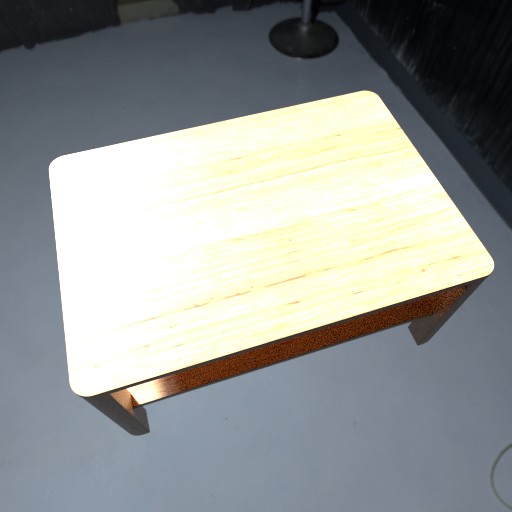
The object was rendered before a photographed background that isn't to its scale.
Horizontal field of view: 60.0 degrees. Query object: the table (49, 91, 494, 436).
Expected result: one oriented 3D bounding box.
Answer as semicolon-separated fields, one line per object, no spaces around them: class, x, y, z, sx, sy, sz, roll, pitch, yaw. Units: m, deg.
table;0.000;0.000;1.330;0.997;0.445;0.696;-15;60;-9
